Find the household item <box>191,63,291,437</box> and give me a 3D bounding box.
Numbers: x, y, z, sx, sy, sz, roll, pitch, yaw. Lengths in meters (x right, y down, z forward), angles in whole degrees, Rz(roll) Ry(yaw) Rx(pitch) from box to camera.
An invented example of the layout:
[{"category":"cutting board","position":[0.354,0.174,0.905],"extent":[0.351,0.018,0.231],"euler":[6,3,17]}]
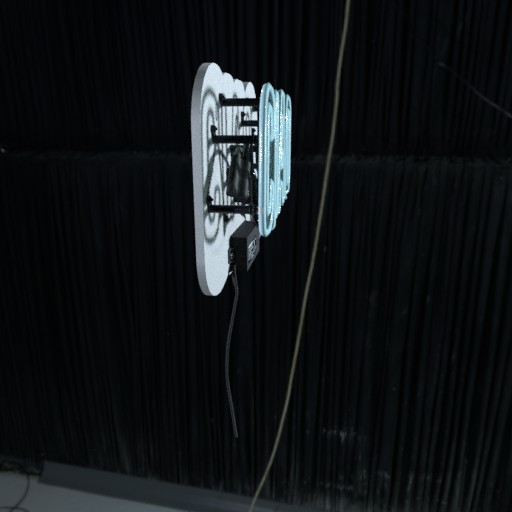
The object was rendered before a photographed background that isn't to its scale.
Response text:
[{"category":"household item","position":[0.000,0.000,0.385],"extent":[0.042,0.294,0.211],"euler":[3,17,9]}]
